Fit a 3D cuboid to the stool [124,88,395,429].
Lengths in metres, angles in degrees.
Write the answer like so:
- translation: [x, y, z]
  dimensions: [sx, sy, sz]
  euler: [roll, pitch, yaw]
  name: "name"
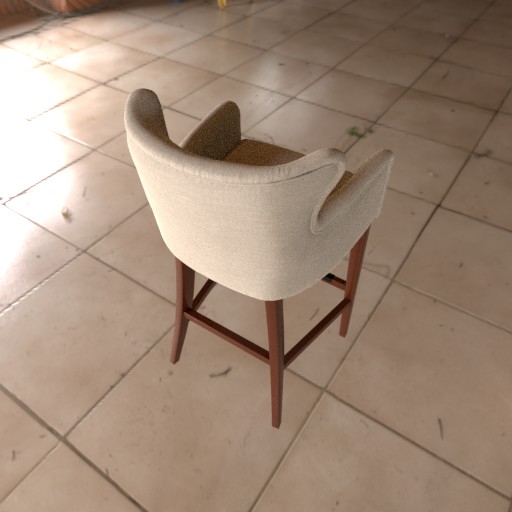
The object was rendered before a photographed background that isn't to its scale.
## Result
- translation: [0.000, 0.000, 1.368]
  dimensions: [0.556, 1.034, 0.563]
  euler: [25, 50, 23]
  name: "stool"
